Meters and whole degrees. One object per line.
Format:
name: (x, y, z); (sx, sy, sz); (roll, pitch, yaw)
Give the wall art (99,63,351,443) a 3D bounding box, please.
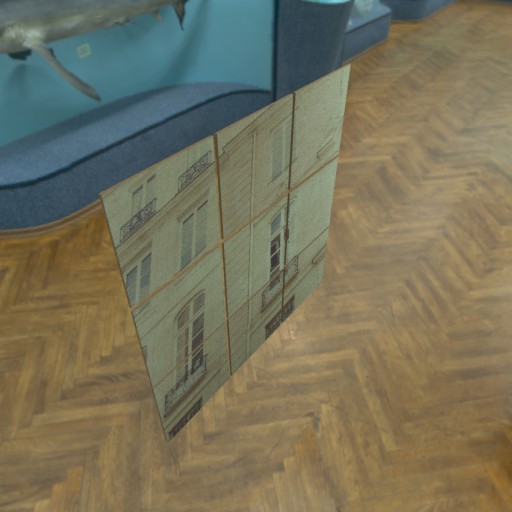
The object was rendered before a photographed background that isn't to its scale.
wall art: (0.000, 0.000, 2.272); (0.023, 1.522, 1.526); (27, 47, 28)
